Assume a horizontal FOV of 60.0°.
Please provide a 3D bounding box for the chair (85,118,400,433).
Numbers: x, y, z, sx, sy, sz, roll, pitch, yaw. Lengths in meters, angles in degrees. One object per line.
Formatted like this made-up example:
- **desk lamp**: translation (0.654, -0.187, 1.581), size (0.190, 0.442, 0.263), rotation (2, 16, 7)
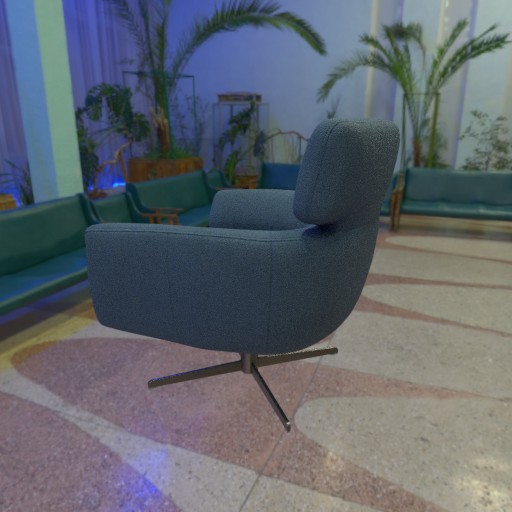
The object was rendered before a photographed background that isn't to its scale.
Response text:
- **chair**: translation (0.000, 0.000, 1.371), size (0.761, 0.813, 0.738), rotation (8, 19, 24)
